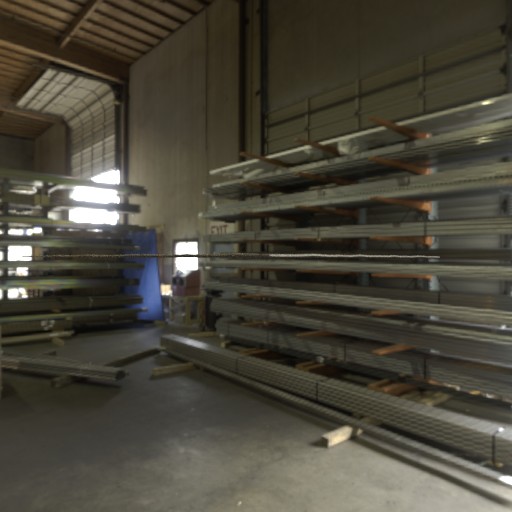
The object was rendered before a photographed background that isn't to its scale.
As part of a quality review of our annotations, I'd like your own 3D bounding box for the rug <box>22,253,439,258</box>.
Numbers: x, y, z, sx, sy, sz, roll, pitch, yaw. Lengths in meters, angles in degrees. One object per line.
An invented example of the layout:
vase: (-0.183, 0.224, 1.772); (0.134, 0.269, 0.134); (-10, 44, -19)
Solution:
rug: (0.000, 0.000, 3.243); (1.964, 0.025, 2.455); (0, 0, 37)
